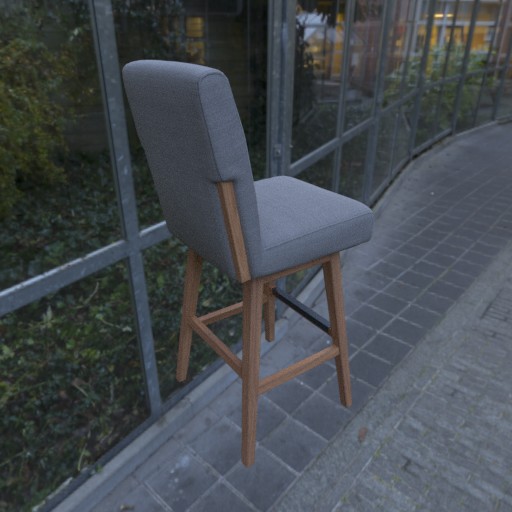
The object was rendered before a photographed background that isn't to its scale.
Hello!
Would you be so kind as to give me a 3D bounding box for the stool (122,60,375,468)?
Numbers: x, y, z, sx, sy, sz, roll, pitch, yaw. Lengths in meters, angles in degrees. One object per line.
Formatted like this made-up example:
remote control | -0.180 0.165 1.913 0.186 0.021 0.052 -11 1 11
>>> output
stool | 0.000 0.000 1.364 0.570 1.112 0.483 -17 31 -31
